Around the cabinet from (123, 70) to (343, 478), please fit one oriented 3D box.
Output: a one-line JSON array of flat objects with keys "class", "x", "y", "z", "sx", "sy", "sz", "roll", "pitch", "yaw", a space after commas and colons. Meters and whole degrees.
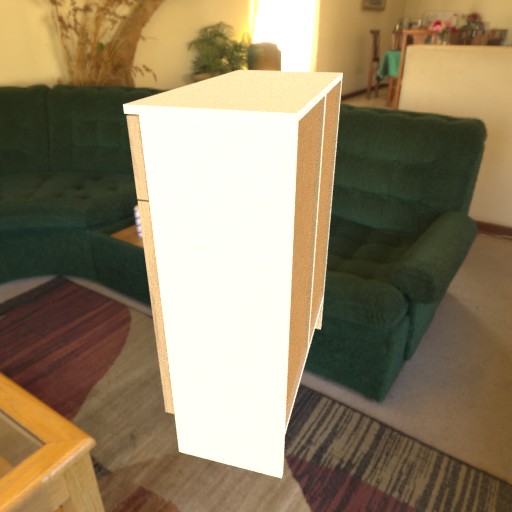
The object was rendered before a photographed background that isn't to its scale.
[{"class": "cabinet", "x": 0.000, "y": 0.000, "z": 1.123, "sx": 0.296, "sy": 0.815, "sz": 0.600, "roll": 8, "pitch": 29, "yaw": 14}]
